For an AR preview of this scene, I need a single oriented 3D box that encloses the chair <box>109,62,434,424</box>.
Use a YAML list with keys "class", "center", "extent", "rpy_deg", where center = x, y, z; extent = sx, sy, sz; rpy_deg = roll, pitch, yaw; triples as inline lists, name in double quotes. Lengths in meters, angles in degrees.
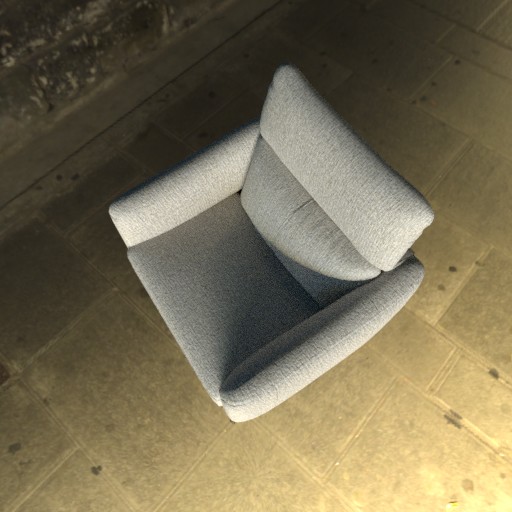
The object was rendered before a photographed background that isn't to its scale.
- class: "chair"
  center: [0.000, 0.000, 1.709]
  extent: [0.835, 0.967, 0.972]
  rpy_deg: [-31, 67, -14]
